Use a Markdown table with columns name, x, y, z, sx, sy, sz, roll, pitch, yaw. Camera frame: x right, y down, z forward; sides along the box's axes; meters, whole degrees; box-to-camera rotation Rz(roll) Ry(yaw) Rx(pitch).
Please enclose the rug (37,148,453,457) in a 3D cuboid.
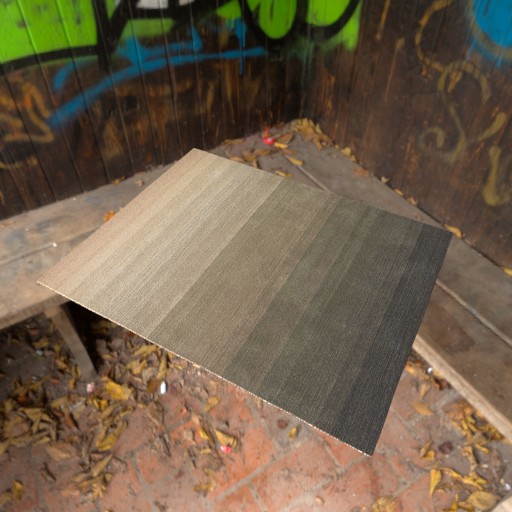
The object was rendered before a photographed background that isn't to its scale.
| name | x | y | z | sx | sy | sz | roll | pitch | yaw |
| --- | --- | --- | --- | --- | --- | --- | --- | --- | --- |
| rug | 0.000 | 0.000 | 3.927 | 2.932 | 0.015 | 2.315 | 22 | 50 | 20 |
